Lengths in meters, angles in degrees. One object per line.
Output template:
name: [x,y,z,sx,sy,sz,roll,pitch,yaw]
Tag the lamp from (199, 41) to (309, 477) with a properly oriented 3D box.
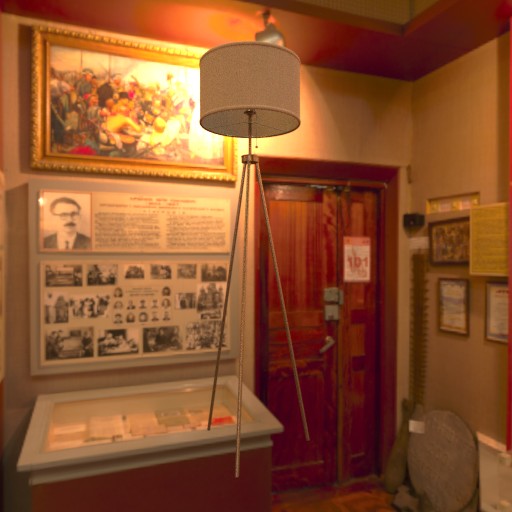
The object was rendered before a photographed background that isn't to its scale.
lamp: [0.000,0.000,1.802,0.460,1.545,0.449,0,0,-19]
